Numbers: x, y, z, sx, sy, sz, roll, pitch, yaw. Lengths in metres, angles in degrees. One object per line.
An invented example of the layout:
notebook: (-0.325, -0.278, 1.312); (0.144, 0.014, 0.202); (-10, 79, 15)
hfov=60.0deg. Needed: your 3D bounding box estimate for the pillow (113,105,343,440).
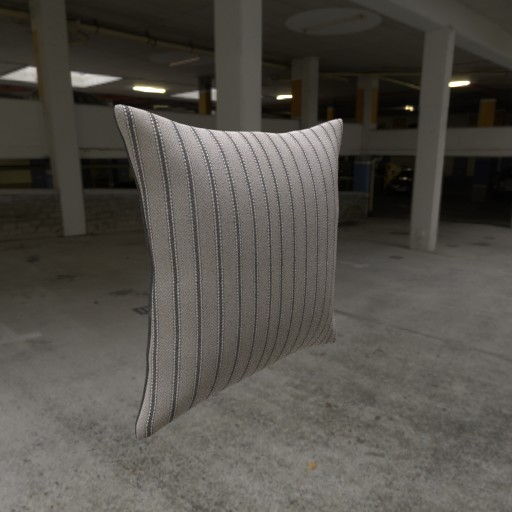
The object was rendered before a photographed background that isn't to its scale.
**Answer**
pillow: (0.000, 0.000, 0.714); (0.138, 0.444, 0.468); (13, 18, 43)
